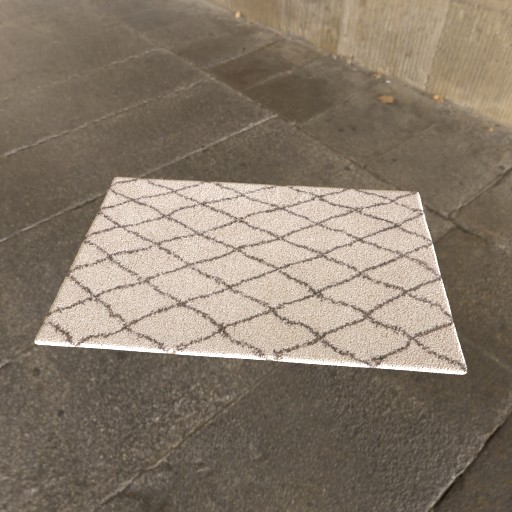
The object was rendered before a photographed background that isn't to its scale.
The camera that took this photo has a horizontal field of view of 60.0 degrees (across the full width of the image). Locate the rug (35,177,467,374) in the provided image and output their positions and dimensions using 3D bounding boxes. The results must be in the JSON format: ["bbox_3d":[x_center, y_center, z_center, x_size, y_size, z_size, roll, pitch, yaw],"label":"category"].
[{"bbox_3d":[0.000,0.000,3.395,2.743,0.030,1.778,3,47,3],"label":"rug"}]
